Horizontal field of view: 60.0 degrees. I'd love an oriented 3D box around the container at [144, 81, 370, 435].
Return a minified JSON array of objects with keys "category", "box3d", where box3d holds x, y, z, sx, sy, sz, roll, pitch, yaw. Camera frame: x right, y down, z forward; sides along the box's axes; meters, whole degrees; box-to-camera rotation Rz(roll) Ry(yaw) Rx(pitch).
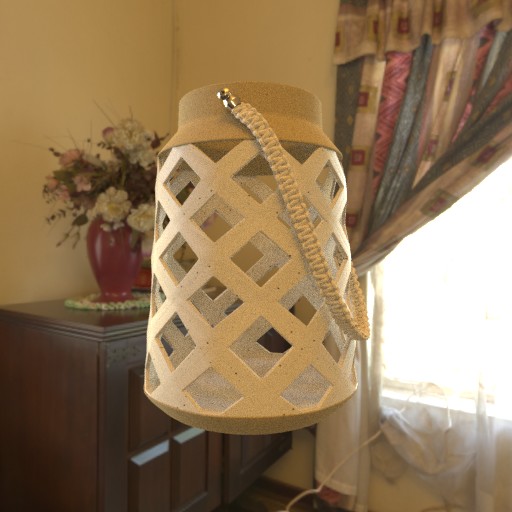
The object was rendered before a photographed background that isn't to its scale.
[{"category":"container","box3d":[0.000,0.000,0.342,0.172,0.229,0.163,0,1,17]}]
